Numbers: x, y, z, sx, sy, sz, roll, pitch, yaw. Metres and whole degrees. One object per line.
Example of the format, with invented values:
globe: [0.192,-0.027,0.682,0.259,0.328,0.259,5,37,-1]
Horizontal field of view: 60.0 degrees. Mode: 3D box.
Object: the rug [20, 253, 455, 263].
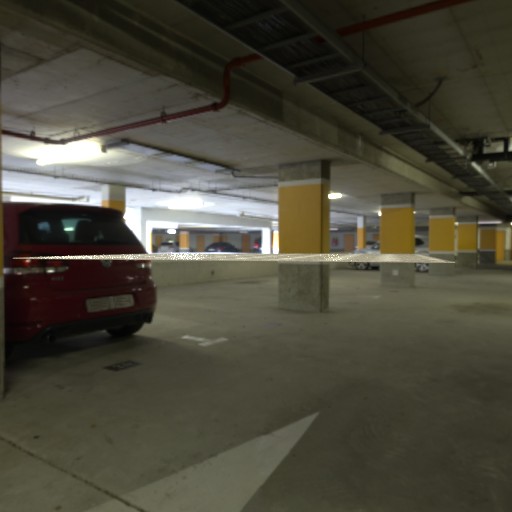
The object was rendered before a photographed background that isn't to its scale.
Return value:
rug: [0.000,0.000,3.864,2.880,0.005,2.391,0,1,17]
